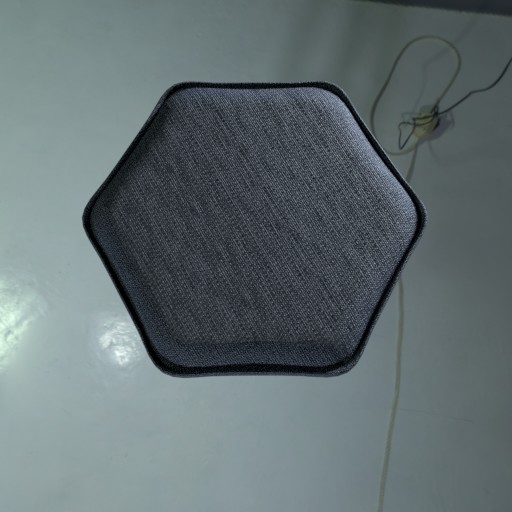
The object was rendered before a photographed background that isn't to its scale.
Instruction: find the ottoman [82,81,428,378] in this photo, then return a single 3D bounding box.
[{"bbox_3d":[0.000,0.000,0.856,0.492,0.505,0.454,4,77,1],"label":"ottoman"}]
